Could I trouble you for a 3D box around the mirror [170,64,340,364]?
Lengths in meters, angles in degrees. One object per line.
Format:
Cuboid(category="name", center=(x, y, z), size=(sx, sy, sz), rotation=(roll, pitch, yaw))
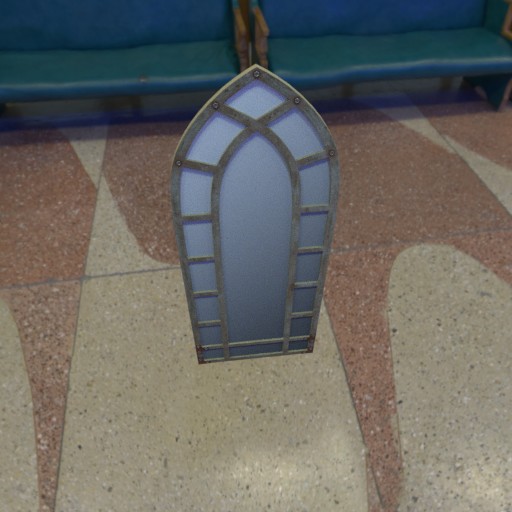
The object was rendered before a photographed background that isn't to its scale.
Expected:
Cuboid(category="mirror", center=(0.000, 0.000, 1.367), size=(0.464, 1.175, 0.025), rotation=(-5, 47, -5))
